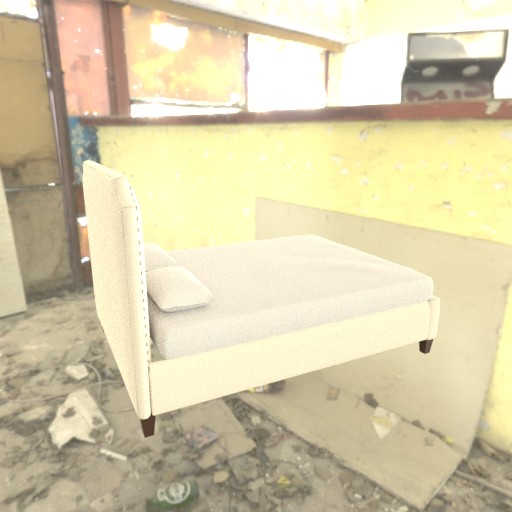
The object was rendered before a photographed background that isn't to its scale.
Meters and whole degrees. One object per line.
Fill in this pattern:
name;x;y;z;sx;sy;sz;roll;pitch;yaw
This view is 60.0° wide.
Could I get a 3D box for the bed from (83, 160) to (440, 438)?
bed;0.000;0.000;3.556;2.372;1.497;1.712;-8;18;-26
